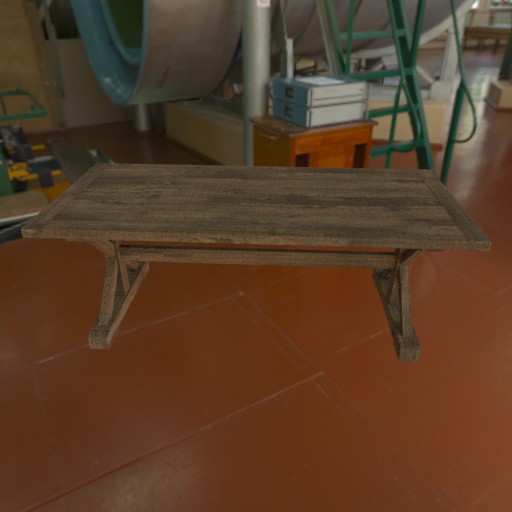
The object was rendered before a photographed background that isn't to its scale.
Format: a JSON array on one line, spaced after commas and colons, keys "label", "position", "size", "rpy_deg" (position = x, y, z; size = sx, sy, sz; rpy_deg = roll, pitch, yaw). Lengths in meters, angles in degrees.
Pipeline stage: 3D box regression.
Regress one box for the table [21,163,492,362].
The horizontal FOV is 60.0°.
[{"label": "table", "position": [0.000, 0.000, 2.480], "size": [2.031, 0.733, 0.907], "rpy_deg": [2, 30, 3]}]
